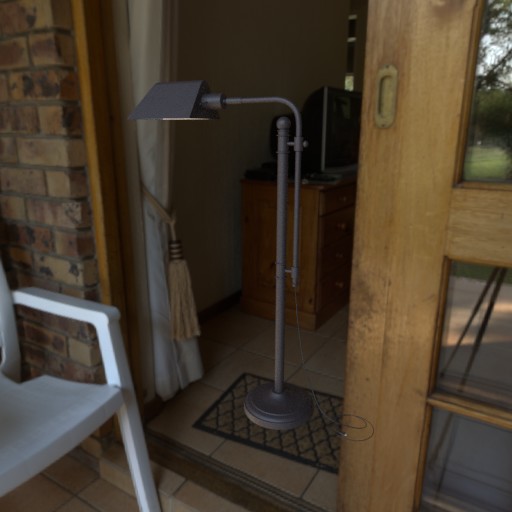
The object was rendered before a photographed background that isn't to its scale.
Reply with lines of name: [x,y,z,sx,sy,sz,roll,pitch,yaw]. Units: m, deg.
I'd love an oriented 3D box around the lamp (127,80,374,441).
lamp: [0.000,0.000,0.943,0.545,0.708,0.159,8,18,25]
